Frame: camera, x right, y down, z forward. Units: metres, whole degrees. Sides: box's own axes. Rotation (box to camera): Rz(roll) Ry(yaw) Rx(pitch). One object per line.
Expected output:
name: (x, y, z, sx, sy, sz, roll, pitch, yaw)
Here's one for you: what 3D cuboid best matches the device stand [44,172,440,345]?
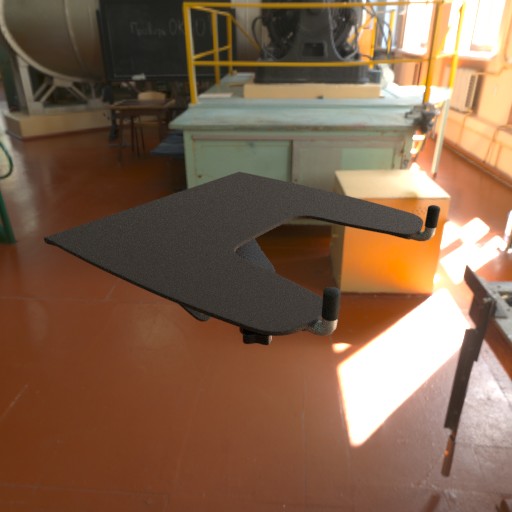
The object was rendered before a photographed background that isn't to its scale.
device stand: (0.000, 0.000, 0.362, 0.230, 0.092, 0.230, 19, 32, 34)
